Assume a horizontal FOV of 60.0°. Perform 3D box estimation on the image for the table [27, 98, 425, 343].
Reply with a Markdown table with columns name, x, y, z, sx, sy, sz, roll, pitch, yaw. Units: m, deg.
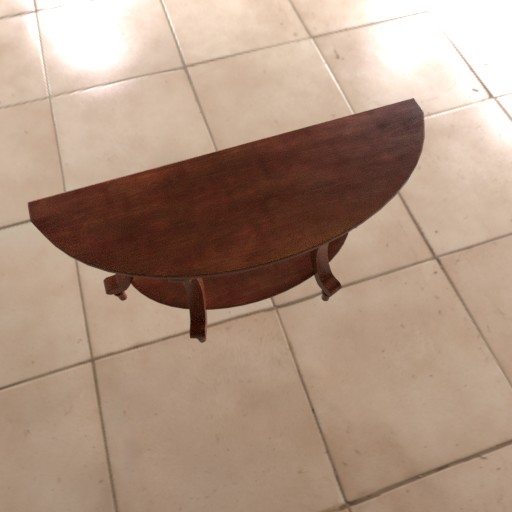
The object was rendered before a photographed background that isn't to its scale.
| name | x | y | z | sx | sy | sz | roll | pitch | yaw |
| --- | --- | --- | --- | --- | --- | --- | --- | --- | --- |
| table | 0.000 | 0.000 | 1.537 | 1.198 | 0.699 | 0.394 | -17 | 64 | -9 |
